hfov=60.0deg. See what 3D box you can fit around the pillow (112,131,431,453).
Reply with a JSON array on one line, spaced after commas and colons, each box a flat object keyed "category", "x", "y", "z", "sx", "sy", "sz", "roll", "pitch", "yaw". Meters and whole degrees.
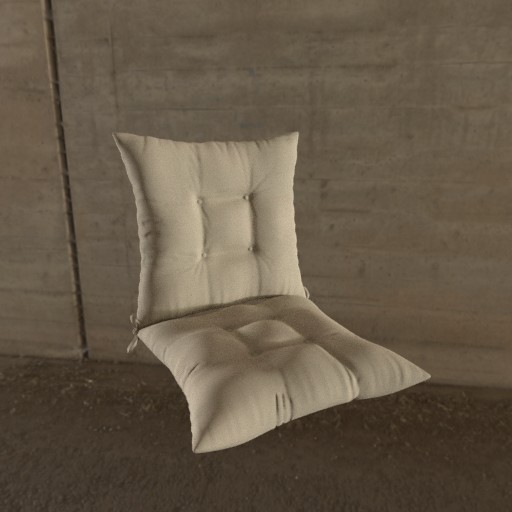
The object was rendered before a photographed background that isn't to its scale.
[{"category": "pillow", "x": 0.000, "y": 0.000, "z": 0.986, "sx": 0.541, "sy": 0.536, "sz": 0.585, "roll": -7, "pitch": 17, "yaw": -25}]
